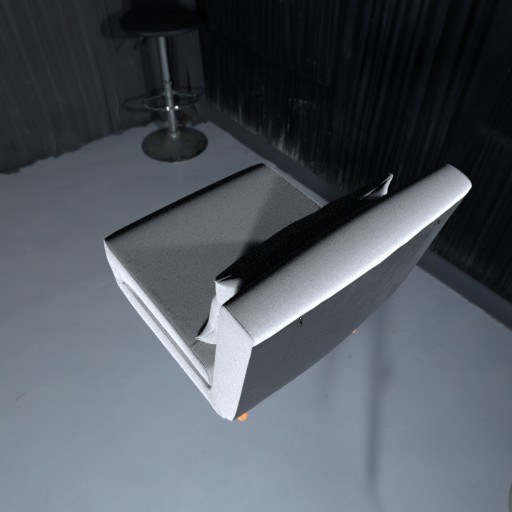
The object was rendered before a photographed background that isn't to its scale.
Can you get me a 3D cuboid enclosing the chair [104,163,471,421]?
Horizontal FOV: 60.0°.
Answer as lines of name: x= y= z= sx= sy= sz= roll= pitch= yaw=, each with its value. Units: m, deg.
chair: x=0.000 y=0.000 z=1.504 sx=0.770 sy=0.808 sz=0.902 roll=-31 pitch=54 yaw=-26
